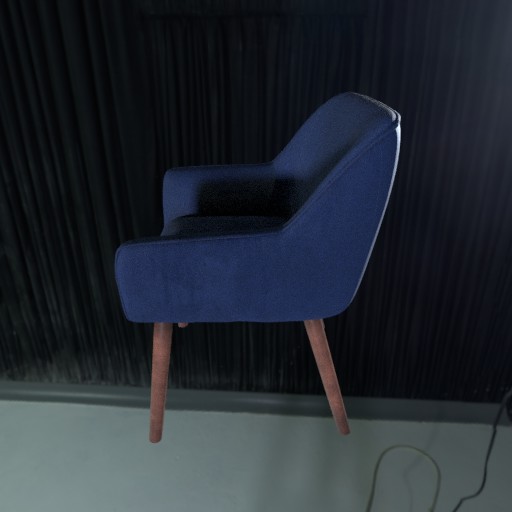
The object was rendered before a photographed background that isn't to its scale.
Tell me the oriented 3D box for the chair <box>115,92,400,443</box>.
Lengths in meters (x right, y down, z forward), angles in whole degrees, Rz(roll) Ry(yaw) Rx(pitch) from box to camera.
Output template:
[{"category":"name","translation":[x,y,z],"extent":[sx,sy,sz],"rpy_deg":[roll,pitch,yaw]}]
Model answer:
[{"category":"chair","translation":[0.000,0.000,1.226],"extent":[0.600,0.820,0.600],"rpy_deg":[0,26,0]}]
